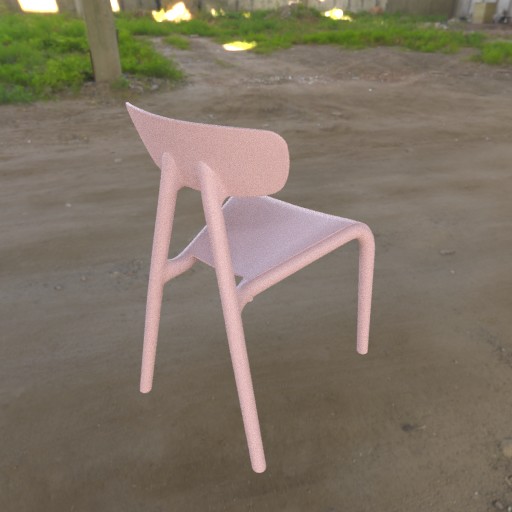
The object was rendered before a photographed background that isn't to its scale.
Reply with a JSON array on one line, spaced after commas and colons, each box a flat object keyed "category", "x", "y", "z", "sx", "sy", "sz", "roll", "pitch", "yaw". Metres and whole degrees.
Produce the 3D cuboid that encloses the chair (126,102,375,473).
[{"category": "chair", "x": 0.000, "y": 0.000, "z": 0.834, "sx": 0.356, "sy": 0.580, "sz": 0.401, "roll": 21, "pitch": 37, "yaw": 31}]
